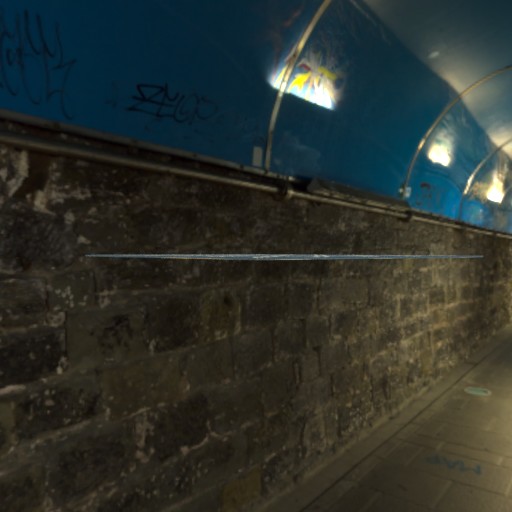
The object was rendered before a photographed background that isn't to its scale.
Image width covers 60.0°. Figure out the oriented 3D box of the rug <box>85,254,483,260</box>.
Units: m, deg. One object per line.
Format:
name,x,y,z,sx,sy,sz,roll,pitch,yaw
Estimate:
rug,0.000,0.000,4.463,2.432,0.018,3.342,0,1,-36
